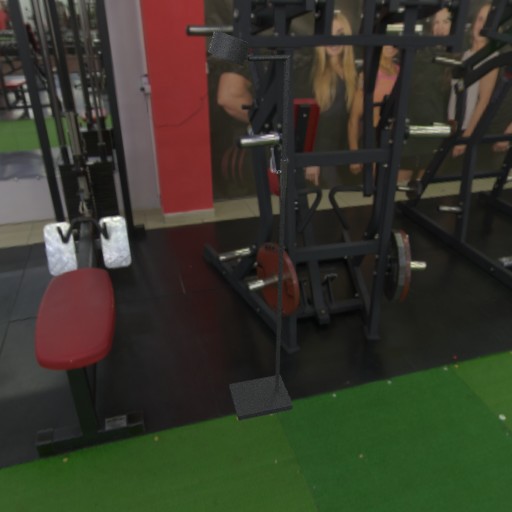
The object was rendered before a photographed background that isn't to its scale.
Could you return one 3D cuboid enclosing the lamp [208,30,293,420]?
[{"bbox_3d":[0.000,0.000,1.756,0.304,1.600,0.203,-7,30,-13],"label":"lamp"}]
